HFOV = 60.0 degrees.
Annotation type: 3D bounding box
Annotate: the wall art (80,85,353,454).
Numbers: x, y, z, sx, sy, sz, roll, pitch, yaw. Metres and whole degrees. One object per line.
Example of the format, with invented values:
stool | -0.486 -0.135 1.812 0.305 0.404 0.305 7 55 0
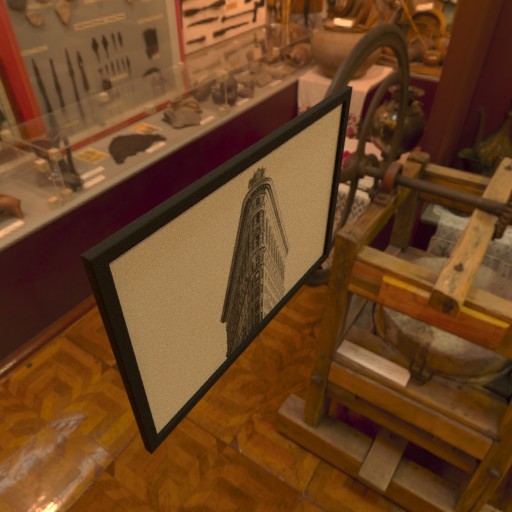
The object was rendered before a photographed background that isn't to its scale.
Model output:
wall art | 0.000 0.000 1.226 0.026 0.656 0.958 25 46 26
